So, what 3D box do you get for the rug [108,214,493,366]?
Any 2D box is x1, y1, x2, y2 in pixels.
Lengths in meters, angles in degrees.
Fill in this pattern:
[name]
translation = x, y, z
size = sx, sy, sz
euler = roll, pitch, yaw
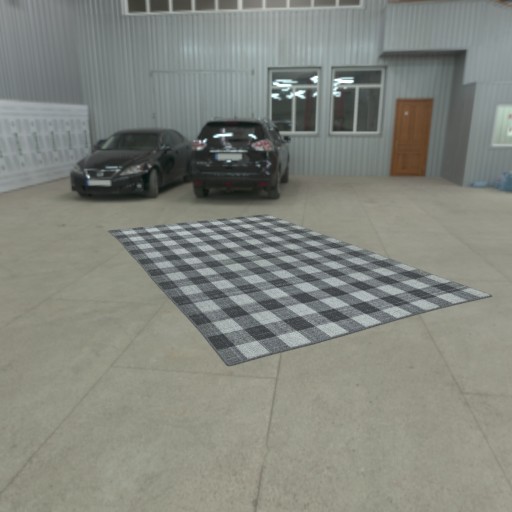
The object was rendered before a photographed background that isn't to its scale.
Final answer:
[rug]
translation = 0.000, 0.000, 3.057
size = 1.554, 0.011, 2.476
euler = -9, 19, -26
